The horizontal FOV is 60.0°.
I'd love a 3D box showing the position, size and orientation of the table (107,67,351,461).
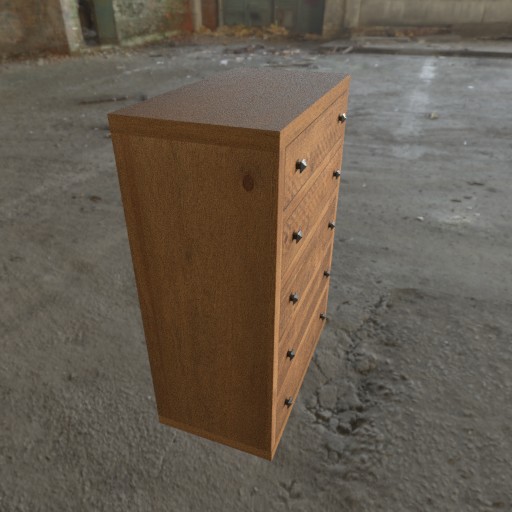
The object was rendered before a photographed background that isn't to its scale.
[{"bbox_3d":[0.000,0.000,1.817,0.524,1.294,0.901,11,33,18],"label":"table"}]
